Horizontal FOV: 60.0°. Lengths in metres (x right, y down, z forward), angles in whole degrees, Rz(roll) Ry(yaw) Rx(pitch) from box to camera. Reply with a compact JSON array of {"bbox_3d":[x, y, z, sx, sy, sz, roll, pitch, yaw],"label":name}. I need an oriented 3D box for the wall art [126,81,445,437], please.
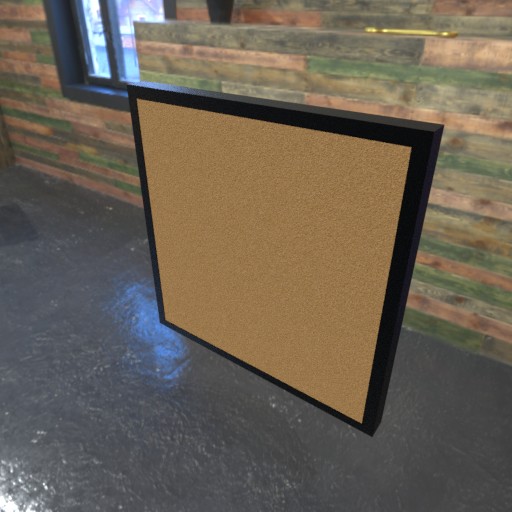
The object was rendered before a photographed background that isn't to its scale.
[{"bbox_3d":[0.000,0.000,0.750,0.506,0.506,0.038,20,36,31],"label":"wall art"}]
